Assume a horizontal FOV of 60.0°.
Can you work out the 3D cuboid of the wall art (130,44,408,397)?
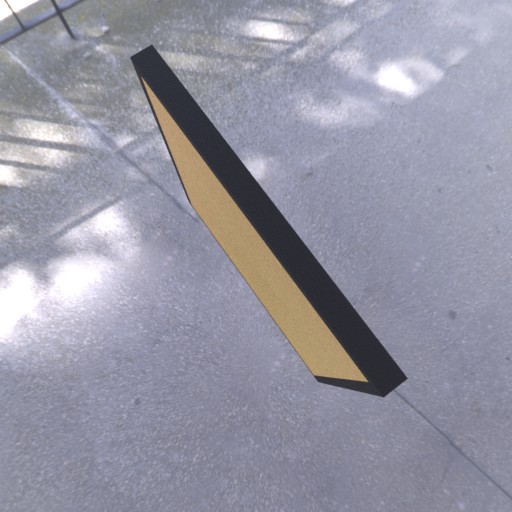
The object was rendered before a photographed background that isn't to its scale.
[{"bbox_3d":[0.000,0.000,0.762,0.033,0.507,0.508,-35,78,-8],"label":"wall art"}]
